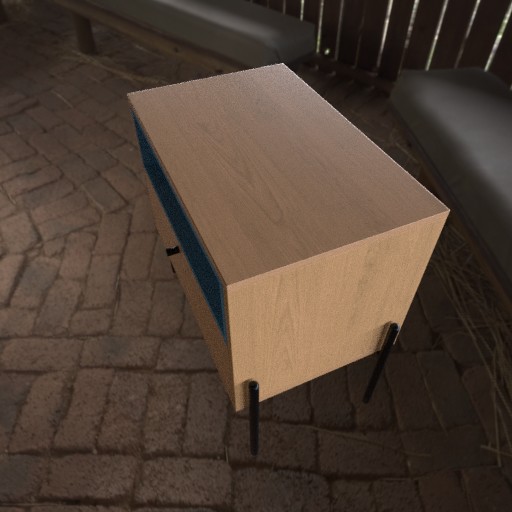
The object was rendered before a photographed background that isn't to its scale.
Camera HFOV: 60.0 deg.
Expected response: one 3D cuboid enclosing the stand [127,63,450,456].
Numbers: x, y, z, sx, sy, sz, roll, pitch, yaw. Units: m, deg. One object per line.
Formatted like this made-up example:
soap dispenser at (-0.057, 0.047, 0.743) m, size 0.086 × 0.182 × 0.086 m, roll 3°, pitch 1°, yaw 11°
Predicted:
stand at (0.000, 0.000, 1.033) m, size 0.400 × 0.600 × 0.630 m, roll -18°, pitch 49°, yaw -16°
